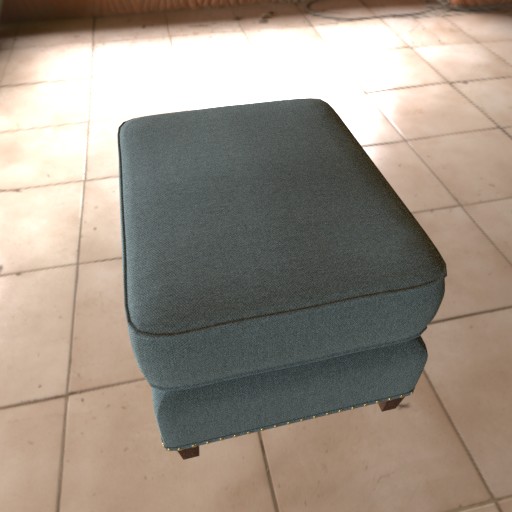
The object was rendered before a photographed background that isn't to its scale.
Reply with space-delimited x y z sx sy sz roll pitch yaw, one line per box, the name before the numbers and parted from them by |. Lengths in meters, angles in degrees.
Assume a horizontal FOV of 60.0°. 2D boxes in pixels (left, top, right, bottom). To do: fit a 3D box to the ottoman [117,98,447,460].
ottoman | 0.000 0.000 1.104 0.589 0.537 0.738 -10 47 -9
